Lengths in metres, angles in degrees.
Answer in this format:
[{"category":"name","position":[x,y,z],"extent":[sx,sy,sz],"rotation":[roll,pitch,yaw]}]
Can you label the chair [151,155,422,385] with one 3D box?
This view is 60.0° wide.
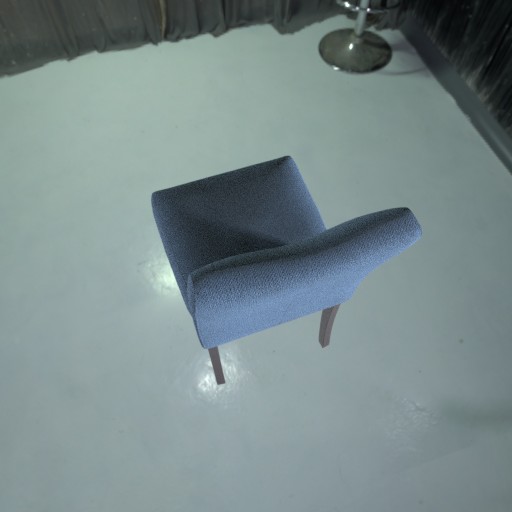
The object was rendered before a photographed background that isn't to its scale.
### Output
[{"category":"chair","position":[0.000,0.000,1.270],"extent":[0.487,0.882,0.629],"rotation":[-17,60,-10]}]
